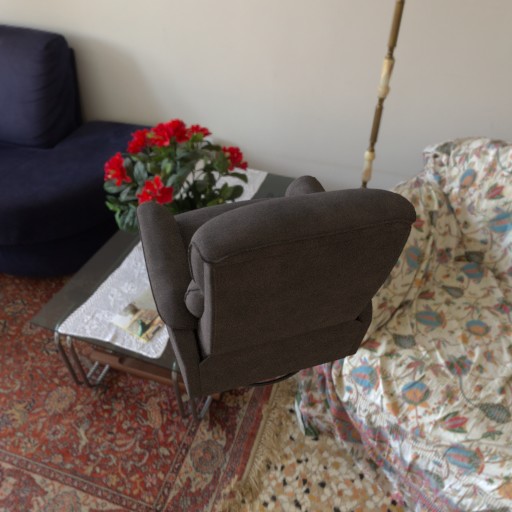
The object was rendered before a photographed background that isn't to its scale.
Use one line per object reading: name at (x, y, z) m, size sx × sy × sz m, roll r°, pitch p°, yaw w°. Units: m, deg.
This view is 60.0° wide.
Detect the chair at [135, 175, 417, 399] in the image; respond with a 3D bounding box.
chair at (0.000, 0.000, 1.721) m, size 0.830 × 1.035 × 1.009 m, roll -12°, pitch 42°, yaw -13°
